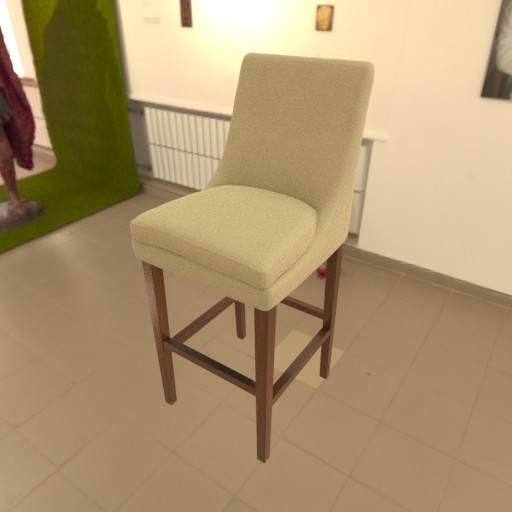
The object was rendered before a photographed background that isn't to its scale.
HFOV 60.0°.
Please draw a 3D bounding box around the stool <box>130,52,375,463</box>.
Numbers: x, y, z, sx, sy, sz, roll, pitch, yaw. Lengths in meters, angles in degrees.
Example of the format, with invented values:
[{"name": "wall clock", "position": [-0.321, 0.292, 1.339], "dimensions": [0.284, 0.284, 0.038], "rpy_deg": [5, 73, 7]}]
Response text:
[{"name": "stool", "position": [0.000, 0.000, 1.358], "dimensions": [0.470, 1.078, 0.577], "rpy_deg": [19, 36, 29]}]
